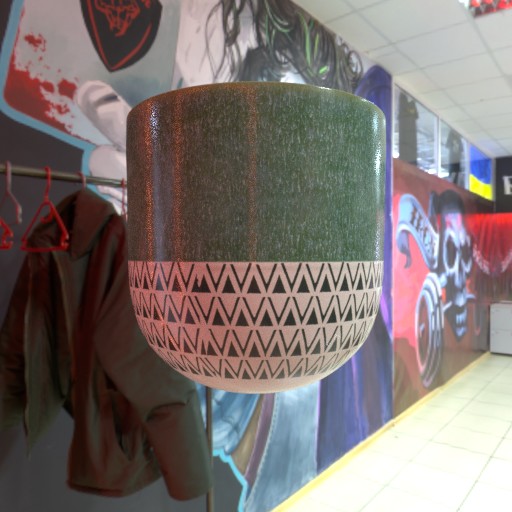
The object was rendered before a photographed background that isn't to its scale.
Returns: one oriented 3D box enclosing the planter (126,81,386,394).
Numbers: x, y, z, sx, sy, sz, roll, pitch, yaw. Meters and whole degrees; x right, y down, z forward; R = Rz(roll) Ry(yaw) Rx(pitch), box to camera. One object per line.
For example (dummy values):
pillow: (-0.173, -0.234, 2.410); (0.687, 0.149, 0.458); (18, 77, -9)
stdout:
planter: (0.000, 0.000, 0.473); (0.266, 0.270, 0.266); (0, 0, 0)
